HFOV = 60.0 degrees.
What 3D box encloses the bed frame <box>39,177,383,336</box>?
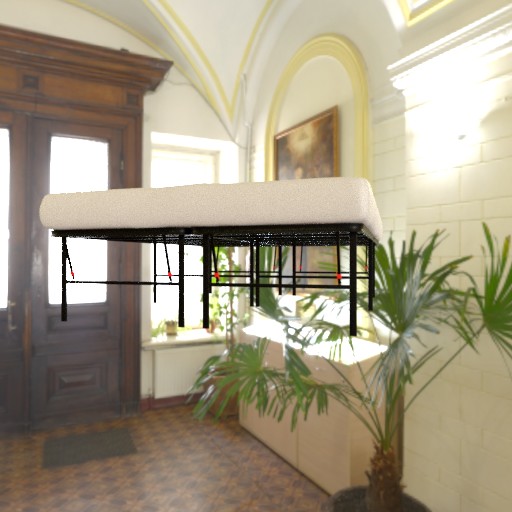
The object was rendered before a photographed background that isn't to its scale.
[{"bbox_3d":[0.000,0.000,2.921,1.584,0.667,2.151,0,0,17],"label":"bed frame"}]
